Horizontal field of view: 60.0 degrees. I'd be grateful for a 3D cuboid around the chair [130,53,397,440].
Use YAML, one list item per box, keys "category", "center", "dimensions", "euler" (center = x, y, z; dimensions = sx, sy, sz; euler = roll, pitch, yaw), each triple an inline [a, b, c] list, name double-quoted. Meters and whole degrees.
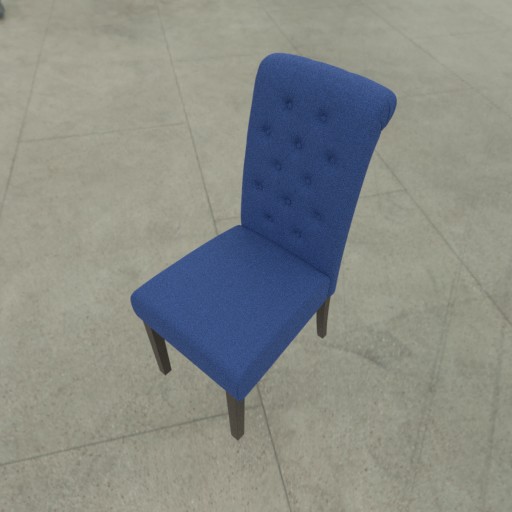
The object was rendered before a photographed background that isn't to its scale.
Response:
- category: "chair"
  center: [0.000, 0.000, 1.384]
  dimensions: [0.456, 1.006, 0.671]
  euler: [32, 54, 27]
